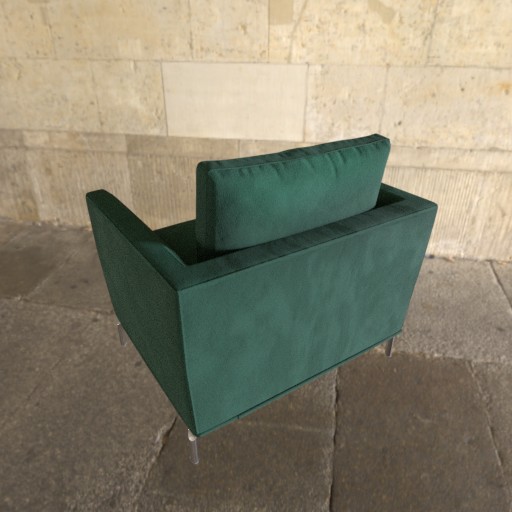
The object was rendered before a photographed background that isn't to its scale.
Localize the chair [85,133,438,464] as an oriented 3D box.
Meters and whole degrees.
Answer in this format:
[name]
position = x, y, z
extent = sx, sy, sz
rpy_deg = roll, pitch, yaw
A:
[chair]
position = 0.000, 0.000, 1.776
extent = 1.047, 0.997, 0.852
rpy_deg = -18, 34, -29
